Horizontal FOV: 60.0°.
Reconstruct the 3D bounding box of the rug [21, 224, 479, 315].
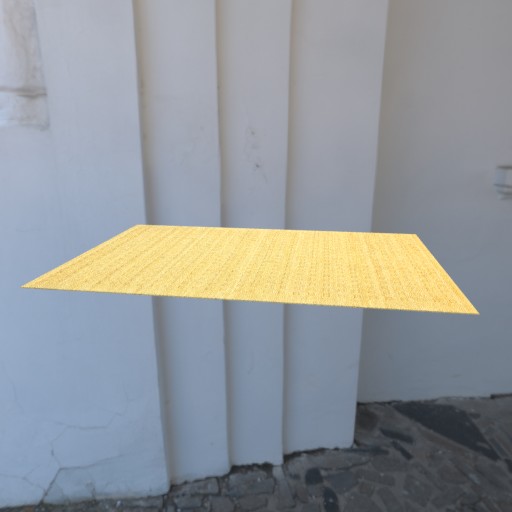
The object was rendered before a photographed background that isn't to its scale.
[{"bbox_3d":[0.000,0.000,2.900,2.286,0.006,1.524,3,17,8],"label":"rug"}]
